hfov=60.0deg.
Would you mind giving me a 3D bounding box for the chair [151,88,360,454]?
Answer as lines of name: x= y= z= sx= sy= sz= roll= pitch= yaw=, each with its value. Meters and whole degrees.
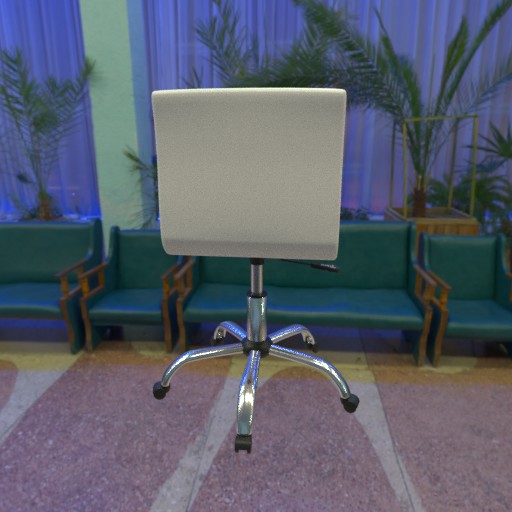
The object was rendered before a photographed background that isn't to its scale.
chair: x=0.000 y=0.000 z=1.130 sx=0.556 sy=0.780 sz=0.530 roll=2 pitch=17 yaw=7
